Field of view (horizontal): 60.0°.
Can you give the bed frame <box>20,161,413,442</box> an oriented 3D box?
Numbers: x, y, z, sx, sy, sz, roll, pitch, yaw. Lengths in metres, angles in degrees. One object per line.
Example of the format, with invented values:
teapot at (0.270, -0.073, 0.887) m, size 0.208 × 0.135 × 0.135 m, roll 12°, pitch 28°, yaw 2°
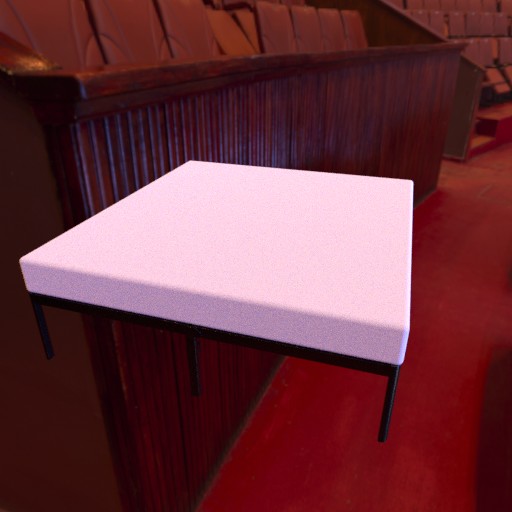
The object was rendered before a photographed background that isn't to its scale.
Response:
bed frame at (0.000, 0.000, 3.052) m, size 1.963 × 0.659 × 2.079 m, roll 8°, pitch 28°, yaw 16°
